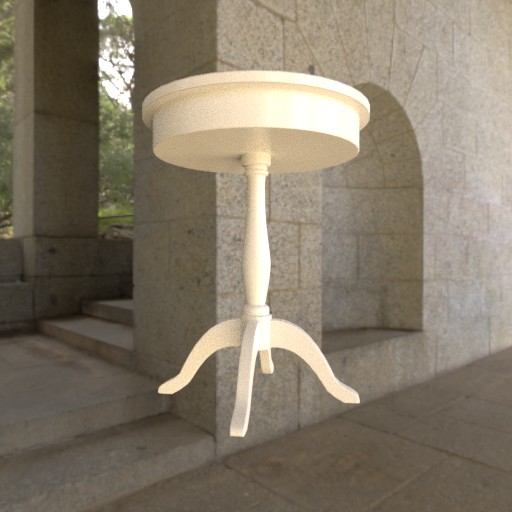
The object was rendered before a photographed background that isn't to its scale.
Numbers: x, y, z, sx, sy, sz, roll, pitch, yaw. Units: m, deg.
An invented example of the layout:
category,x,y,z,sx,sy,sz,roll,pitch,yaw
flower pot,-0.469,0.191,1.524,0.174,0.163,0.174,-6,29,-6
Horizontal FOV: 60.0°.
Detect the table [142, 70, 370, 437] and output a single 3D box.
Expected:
category,x,y,z,sx,sy,sz,roll,pitch,yaw
table,0.000,0.000,1.030,0.513,0.653,0.513,0,0,0
